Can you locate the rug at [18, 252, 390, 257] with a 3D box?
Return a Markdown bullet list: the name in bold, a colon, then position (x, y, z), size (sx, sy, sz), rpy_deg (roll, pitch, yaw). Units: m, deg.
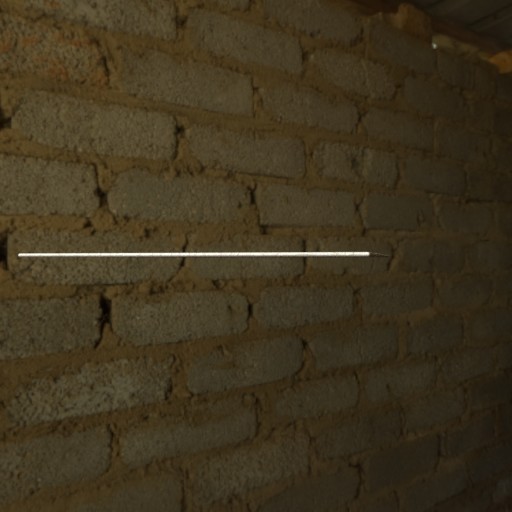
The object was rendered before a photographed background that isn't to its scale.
- **rug**: position (0.000, 0.000, 2.747), size (1.526, 0.015, 2.132), rpy_deg (0, 0, 19)
